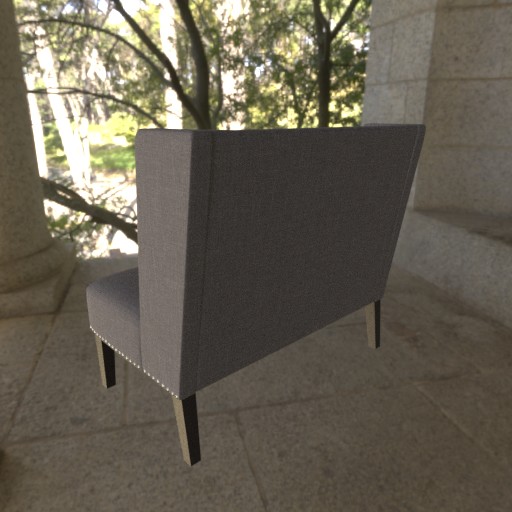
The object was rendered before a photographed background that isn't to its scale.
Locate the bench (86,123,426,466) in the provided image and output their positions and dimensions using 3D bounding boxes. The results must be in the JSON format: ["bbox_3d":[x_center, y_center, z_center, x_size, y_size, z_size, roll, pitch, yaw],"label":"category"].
[{"bbox_3d":[0.000,0.000,1.974,1.276,1.121,0.842,-16,24,-41],"label":"bench"}]
